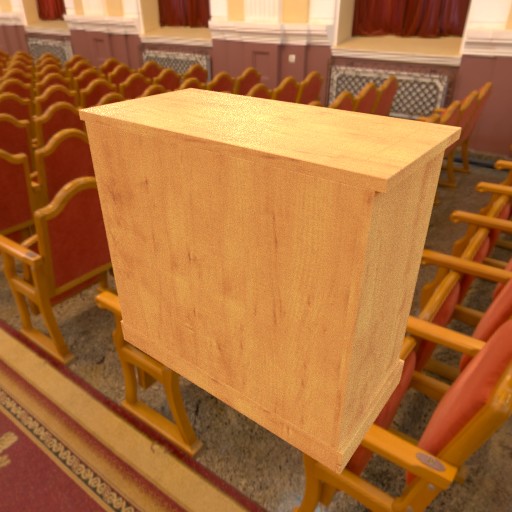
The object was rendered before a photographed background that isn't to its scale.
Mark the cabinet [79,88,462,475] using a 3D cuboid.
[{"bbox_3d":[0.000,0.000,1.378,0.920,0.840,0.450,21,36,32],"label":"cabinet"}]
